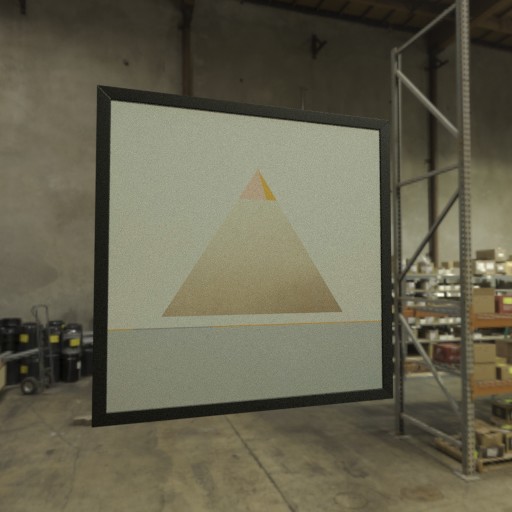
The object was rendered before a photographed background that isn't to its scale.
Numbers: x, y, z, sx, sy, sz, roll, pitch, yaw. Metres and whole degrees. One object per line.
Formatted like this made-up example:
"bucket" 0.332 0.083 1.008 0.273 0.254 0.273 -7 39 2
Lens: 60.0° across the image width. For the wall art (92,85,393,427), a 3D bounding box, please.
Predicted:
"wall art" 0.000 0.000 1.124 0.769 0.766 0.042 1 -3 -18
